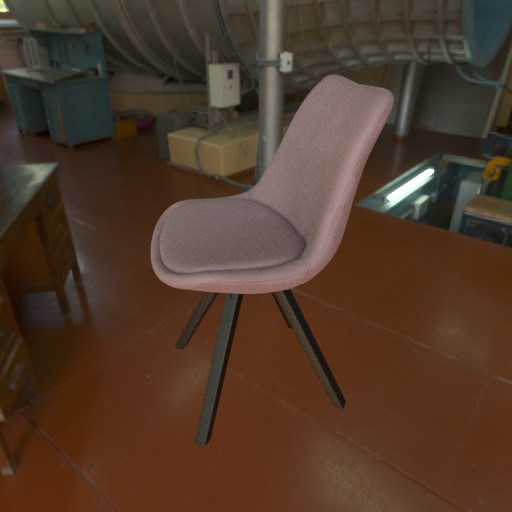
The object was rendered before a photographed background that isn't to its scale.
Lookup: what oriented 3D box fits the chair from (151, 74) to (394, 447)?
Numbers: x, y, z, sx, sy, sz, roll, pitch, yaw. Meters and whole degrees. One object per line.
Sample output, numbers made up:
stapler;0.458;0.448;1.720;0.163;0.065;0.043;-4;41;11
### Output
chair;0.000;0.000;1.194;0.547;0.865;0.483;-8;31;-14
